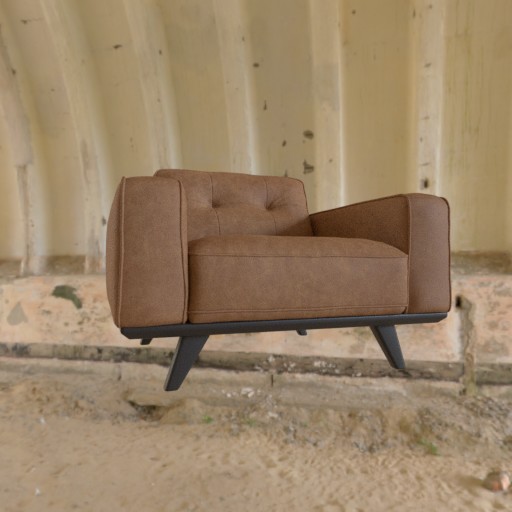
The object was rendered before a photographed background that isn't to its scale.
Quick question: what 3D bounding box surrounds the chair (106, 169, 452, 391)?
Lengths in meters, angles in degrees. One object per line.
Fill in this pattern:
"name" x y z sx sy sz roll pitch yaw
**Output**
"chair" 0.000 0.000 1.749 1.118 0.782 0.952 0 -1 -20
